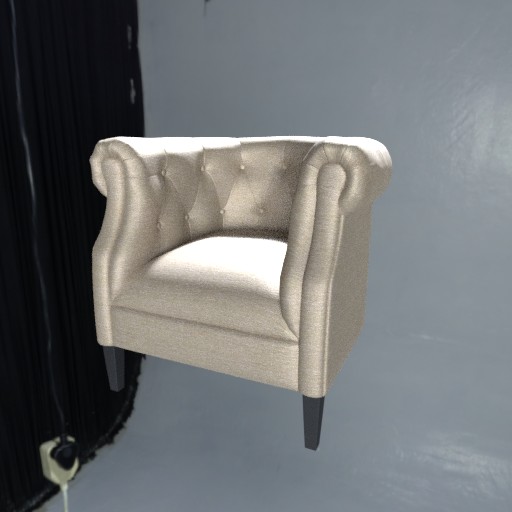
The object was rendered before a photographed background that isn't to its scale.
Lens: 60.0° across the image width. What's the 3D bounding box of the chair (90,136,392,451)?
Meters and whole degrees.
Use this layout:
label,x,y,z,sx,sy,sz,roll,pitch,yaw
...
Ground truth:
label,x,y,z,sx,sy,sz,roll,pitch,yaw
chair,0.000,0.000,1.583,0.905,0.827,0.852,7,16,24
